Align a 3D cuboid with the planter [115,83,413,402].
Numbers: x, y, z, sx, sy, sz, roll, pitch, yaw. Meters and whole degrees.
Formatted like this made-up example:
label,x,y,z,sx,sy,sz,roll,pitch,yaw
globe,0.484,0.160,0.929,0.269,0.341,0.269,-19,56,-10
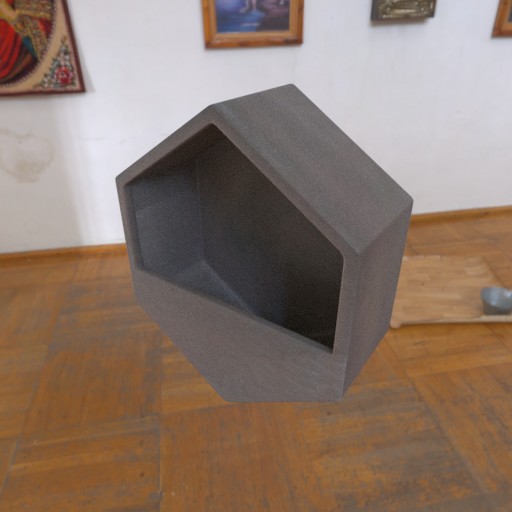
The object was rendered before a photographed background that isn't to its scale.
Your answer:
label,x,y,z,sx,sy,sz,roll,pitch,yaw
planter,0.000,0.000,0.294,0.169,0.206,0.077,20,36,30
